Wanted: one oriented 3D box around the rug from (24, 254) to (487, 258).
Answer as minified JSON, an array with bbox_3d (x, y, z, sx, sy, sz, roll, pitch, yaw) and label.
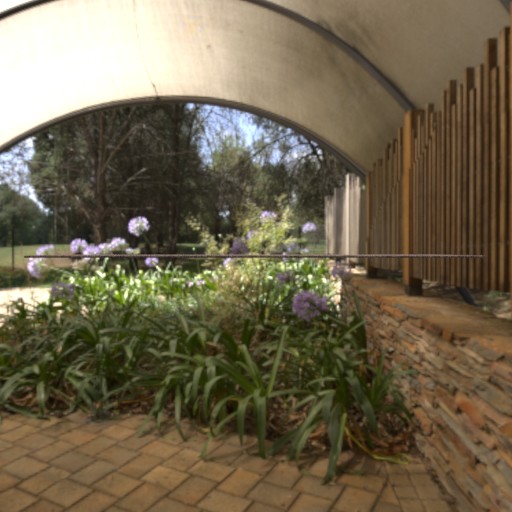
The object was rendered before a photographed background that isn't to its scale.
[{"bbox_3d":[0.000,0.000,2.533,2.296,0.011,0.691,0,1,-1],"label":"rug"}]
